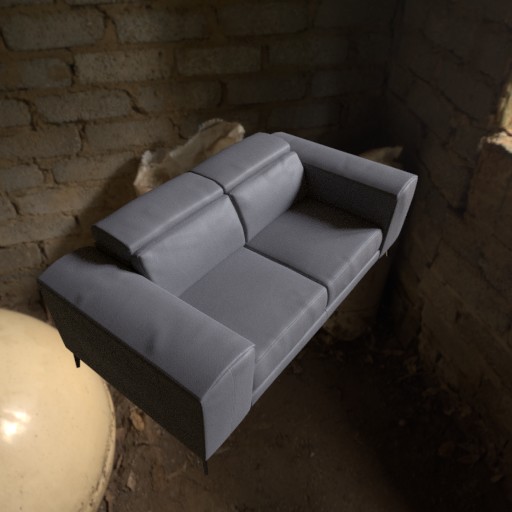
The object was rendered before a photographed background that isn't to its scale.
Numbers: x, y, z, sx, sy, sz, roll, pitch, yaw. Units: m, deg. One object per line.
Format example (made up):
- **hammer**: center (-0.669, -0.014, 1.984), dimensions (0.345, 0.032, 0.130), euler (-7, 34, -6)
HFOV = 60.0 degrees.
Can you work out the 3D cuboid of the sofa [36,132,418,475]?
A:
- **sofa**: center (0.000, 0.000, 2.405), dimensions (1.003, 0.779, 1.895), euler (26, 47, 28)
